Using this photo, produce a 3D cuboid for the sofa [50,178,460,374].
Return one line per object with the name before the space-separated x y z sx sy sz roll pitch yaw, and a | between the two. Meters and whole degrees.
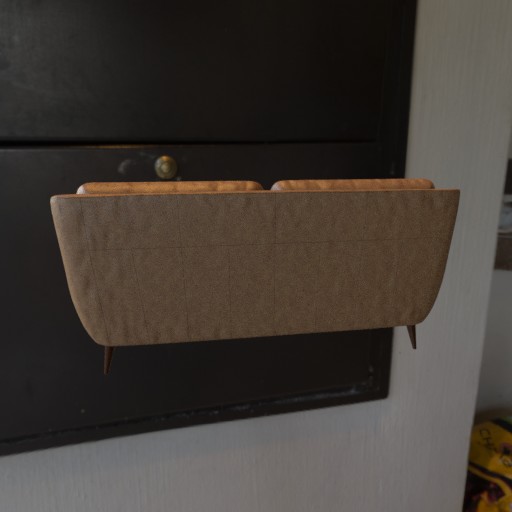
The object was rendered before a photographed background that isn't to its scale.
sofa | 0.000 0.000 2.366 1.902 0.839 0.904 -2 14 -10
